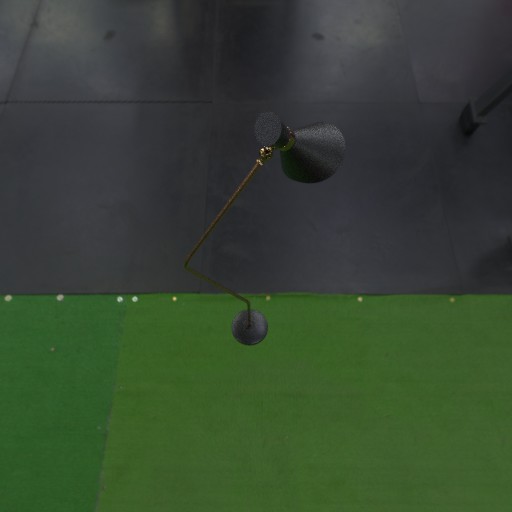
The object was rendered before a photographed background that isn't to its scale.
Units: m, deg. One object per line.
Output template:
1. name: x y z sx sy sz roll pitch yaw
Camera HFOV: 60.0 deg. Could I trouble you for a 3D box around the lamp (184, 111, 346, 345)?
1. lamp: 0.000 0.000 1.655 0.467 1.438 0.277 2 63 1
